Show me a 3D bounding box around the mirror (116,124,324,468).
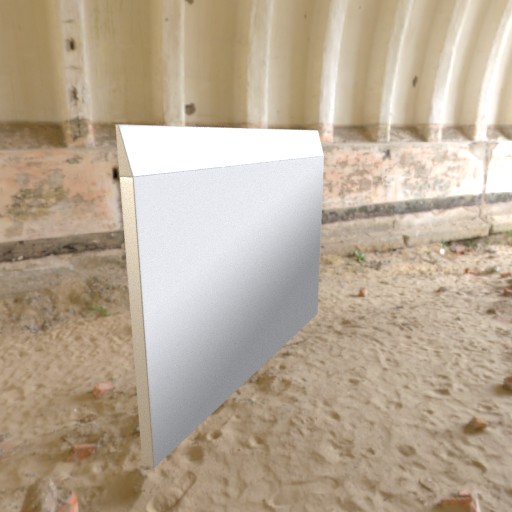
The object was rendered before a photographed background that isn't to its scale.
[{"bbox_3d":[0.000,0.000,1.139,0.030,0.630,0.870,8,17,27],"label":"mirror"}]
